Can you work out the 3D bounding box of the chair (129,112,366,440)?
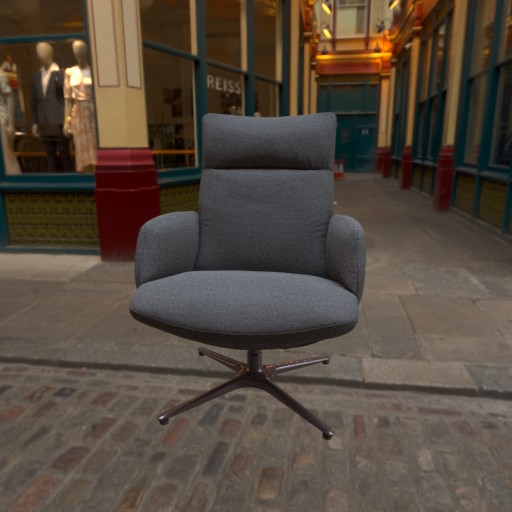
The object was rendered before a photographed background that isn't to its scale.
[{"bbox_3d":[0.000,0.000,1.534,0.702,0.984,0.831,2,15,8],"label":"chair"}]
